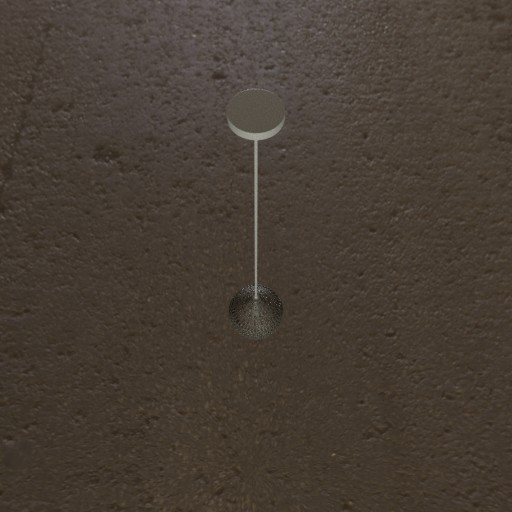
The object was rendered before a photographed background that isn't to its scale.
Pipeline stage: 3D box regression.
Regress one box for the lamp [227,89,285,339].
[{"bbox_3d":[0.000,0.000,2.125,0.355,1.919,0.355,-35,69,-15],"label":"lamp"}]
